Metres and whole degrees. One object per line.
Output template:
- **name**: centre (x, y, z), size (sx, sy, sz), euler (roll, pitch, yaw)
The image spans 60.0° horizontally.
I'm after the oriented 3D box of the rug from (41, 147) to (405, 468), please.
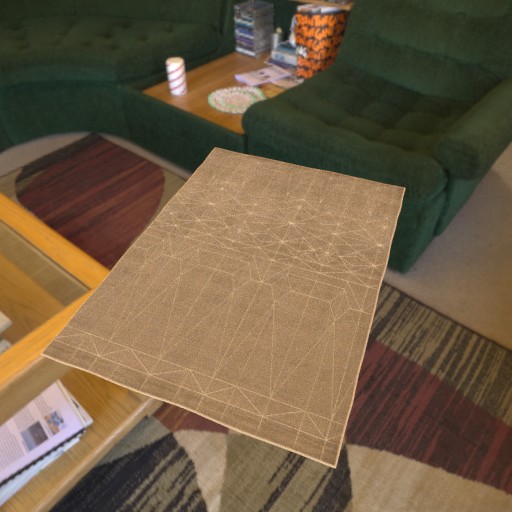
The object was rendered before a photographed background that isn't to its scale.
- **rug**: centre (0.000, 0.000, 4.370), size (2.449, 0.019, 3.357), euler (15, 47, 15)
